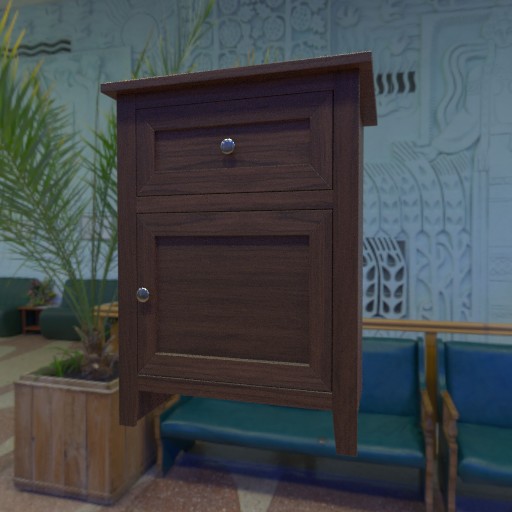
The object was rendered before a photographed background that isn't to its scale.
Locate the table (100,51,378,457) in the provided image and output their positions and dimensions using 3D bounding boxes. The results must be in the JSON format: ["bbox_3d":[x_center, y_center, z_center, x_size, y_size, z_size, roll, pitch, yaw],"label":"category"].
[{"bbox_3d":[0.000,0.000,0.931,0.480,0.636,0.381,0,2,17],"label":"table"}]
